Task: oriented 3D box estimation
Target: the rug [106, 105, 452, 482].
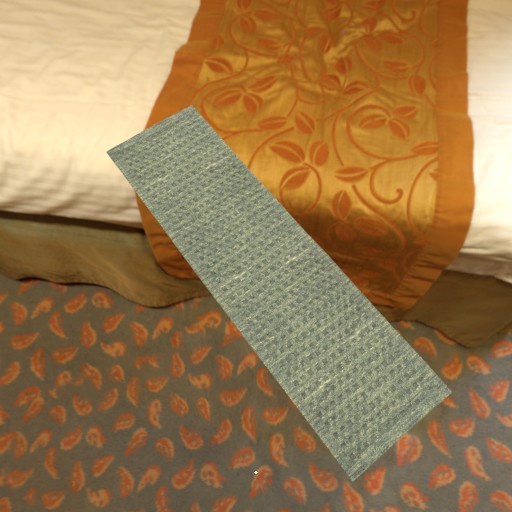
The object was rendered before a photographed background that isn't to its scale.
[{"bbox_3d":[0.000,0.000,2.607,0.688,0.008,2.443,-34,69,-15],"label":"rug"}]
